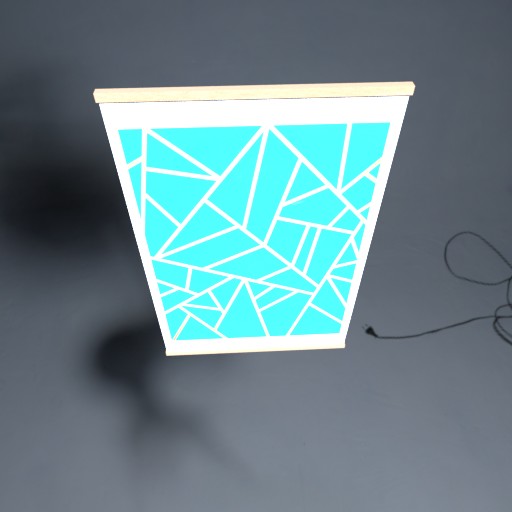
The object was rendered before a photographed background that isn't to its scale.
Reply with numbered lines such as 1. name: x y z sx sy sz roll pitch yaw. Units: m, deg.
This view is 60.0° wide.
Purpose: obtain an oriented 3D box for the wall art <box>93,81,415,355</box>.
1. wall art: 0.000 0.000 1.925 0.990 1.519 0.030 -2 47 -2
